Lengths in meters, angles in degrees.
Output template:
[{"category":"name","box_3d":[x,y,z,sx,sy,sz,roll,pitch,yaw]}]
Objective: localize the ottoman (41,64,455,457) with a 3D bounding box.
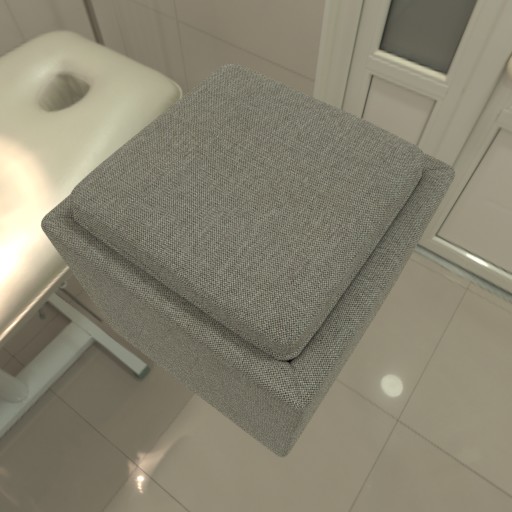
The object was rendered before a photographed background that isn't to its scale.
[{"category":"ottoman","box_3d":[0.000,0.000,0.796,0.450,0.460,0.450,31,63,18]}]
